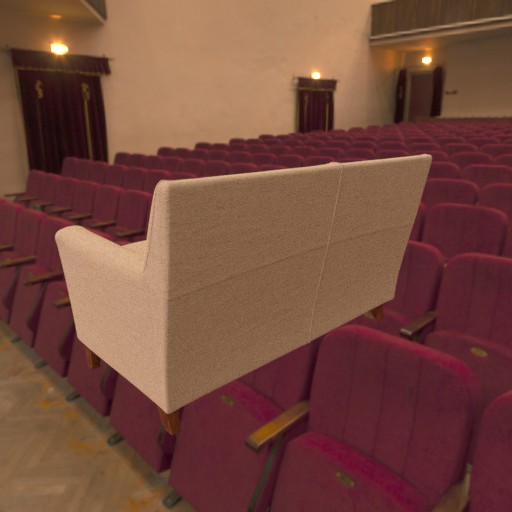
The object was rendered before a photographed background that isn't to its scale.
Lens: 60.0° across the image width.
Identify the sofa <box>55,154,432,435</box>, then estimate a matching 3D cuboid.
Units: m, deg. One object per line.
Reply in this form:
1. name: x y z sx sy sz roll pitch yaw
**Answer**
1. sofa: 0.000 0.000 2.032 1.482 0.892 0.891 -16 23 -42
